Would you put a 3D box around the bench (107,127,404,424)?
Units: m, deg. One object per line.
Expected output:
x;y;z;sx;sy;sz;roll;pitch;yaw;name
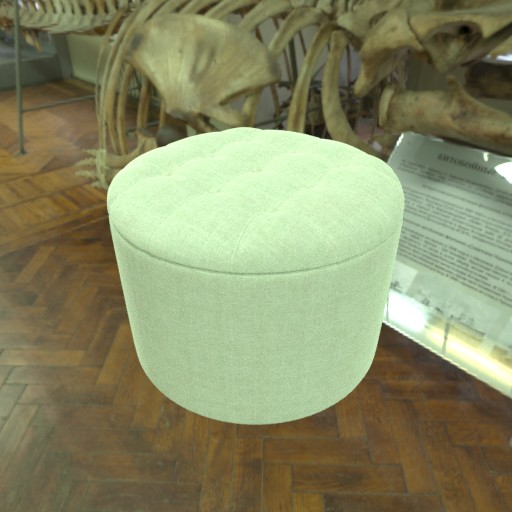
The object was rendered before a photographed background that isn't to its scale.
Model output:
0.000;0.000;1.015;0.600;0.453;0.600;0;33;0;bench
